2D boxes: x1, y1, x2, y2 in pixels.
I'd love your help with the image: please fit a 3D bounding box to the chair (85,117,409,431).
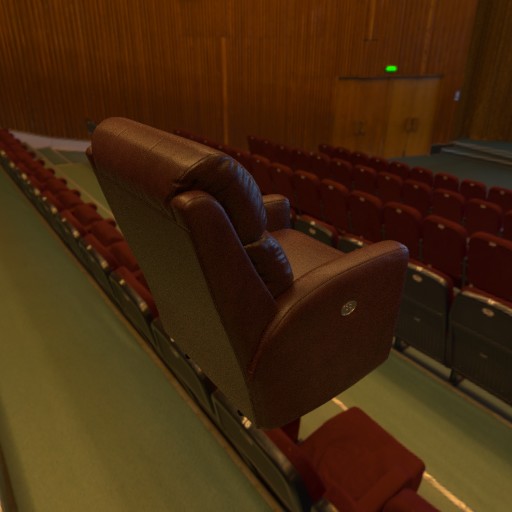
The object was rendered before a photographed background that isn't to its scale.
[{"bbox_3d":[0.000,0.000,1.680,0.939,1.016,0.787,-18,32,-32],"label":"chair"}]
